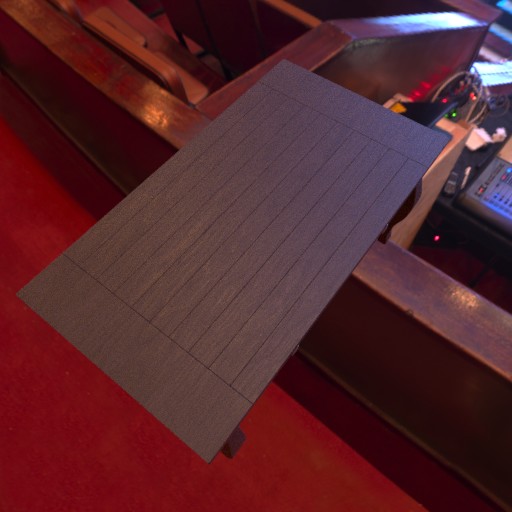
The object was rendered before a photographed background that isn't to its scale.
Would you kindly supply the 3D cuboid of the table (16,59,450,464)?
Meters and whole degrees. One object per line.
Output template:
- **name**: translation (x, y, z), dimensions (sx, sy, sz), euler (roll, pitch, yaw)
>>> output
- **table**: translation (0.000, 0.000, 1.357), dimensions (0.600, 0.494, 1.062), euler (33, 65, 18)
